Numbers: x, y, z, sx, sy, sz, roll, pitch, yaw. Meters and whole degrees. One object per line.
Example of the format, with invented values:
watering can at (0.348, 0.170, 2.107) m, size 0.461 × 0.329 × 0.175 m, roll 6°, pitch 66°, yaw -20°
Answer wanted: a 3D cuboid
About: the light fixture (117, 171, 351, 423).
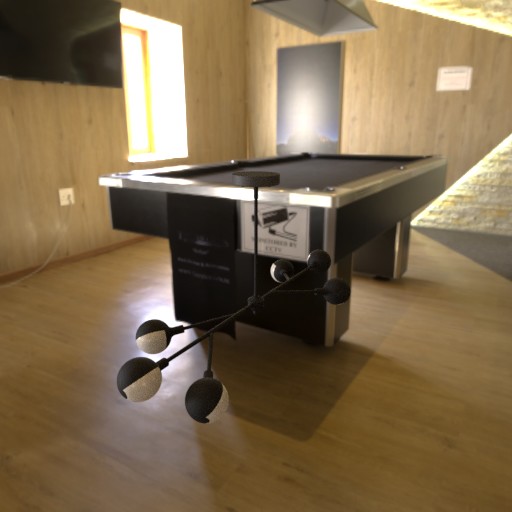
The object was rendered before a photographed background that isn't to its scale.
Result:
light fixture at (0.000, 0.000, 0.986) m, size 0.778 × 0.362 × 0.434 m, roll -15°, pitch 23°, yaw -41°
